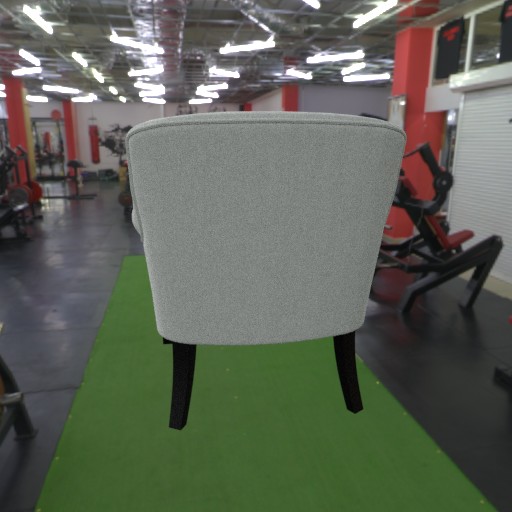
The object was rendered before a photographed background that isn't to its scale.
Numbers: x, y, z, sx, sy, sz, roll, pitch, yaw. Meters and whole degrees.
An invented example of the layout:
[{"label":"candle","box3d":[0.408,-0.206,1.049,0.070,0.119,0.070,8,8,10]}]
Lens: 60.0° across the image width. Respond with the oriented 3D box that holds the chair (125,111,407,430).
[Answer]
[{"label":"chair","box3d":[0.000,0.000,1.478,0.781,0.875,0.750,-2,14,-9]}]
